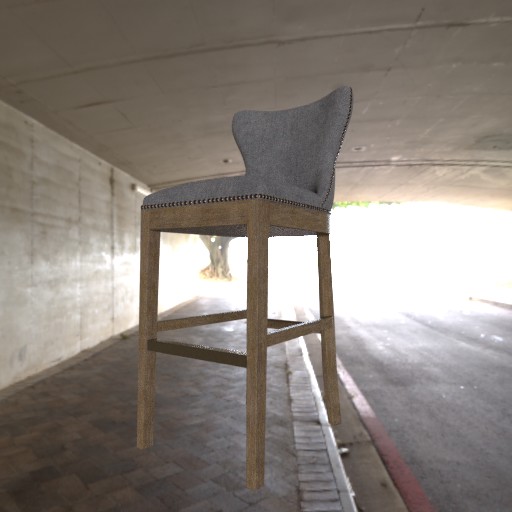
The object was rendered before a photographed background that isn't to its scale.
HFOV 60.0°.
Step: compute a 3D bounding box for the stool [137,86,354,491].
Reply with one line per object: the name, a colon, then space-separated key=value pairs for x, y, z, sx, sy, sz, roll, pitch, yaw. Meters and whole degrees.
stool: x=0.000 y=0.000 z=1.419 sx=0.494 sy=1.123 sz=0.606 roll=0 pitch=0 yaw=35
